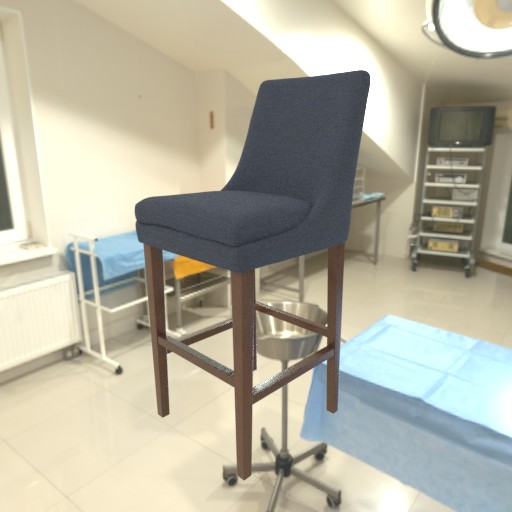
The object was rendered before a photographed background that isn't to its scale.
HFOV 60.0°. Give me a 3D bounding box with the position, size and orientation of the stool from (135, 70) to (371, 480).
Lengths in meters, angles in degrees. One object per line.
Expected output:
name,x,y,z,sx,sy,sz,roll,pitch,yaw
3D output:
stool,0.000,0.000,1.368,0.470,1.078,0.577,15,21,43
